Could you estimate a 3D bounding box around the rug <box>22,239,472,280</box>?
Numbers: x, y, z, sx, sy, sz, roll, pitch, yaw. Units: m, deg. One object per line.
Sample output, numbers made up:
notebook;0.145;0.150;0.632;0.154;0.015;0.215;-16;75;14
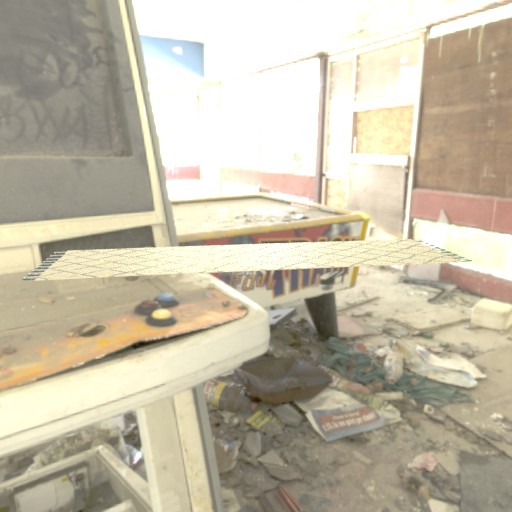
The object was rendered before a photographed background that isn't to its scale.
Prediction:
rug;0.000;0.000;2.580;2.372;0.008;0.620;-2;14;-9
